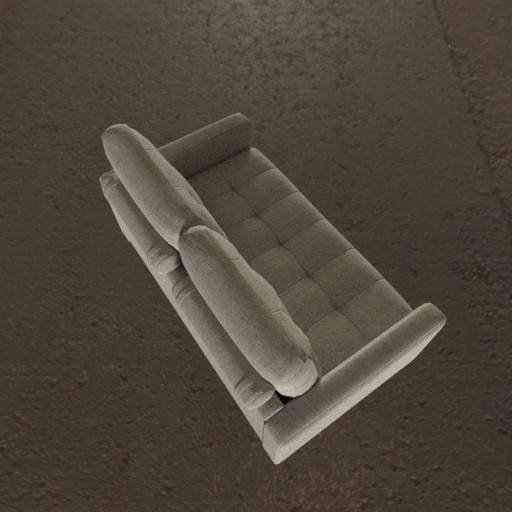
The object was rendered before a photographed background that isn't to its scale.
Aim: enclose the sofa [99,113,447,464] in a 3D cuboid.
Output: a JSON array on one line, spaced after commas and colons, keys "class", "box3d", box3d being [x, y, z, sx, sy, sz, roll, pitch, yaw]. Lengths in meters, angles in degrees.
[{"class": "sofa", "box3d": [0.000, 0.000, 1.927, 0.842, 0.907, 1.407, -30, 63, -18]}]
